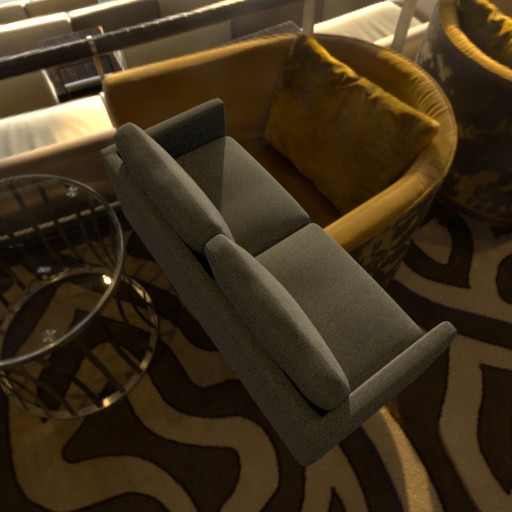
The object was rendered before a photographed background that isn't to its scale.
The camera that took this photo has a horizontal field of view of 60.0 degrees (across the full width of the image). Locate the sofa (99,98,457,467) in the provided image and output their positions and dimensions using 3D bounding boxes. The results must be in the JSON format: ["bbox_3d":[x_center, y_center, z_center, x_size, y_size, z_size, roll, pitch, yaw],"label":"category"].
[{"bbox_3d":[0.000,0.000,2.736,0.948,0.965,2.208,-31,63,-18],"label":"sofa"}]
